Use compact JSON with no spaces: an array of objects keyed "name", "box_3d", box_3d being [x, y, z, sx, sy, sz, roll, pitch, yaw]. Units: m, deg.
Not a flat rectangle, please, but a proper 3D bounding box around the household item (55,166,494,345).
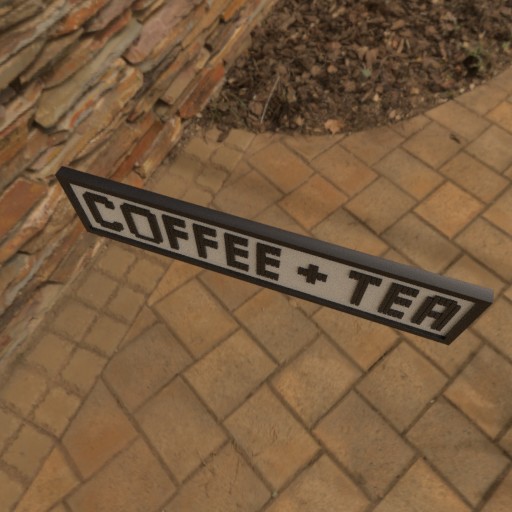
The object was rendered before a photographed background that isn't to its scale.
[{"name":"household item","box_3d":[0.000,0.000,1.068,1.001,0.236,0.030,17,60,10]}]
